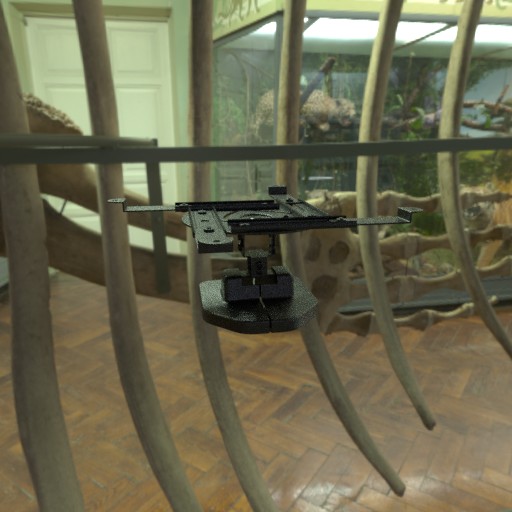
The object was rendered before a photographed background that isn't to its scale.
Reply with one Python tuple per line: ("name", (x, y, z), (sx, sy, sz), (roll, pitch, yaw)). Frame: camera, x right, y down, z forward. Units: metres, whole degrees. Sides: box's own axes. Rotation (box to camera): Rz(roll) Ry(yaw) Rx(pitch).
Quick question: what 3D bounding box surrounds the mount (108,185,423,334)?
("mount", (0.000, 0.000, 0.603), (0.394, 0.141, 0.394), (-3, 16, -10))
